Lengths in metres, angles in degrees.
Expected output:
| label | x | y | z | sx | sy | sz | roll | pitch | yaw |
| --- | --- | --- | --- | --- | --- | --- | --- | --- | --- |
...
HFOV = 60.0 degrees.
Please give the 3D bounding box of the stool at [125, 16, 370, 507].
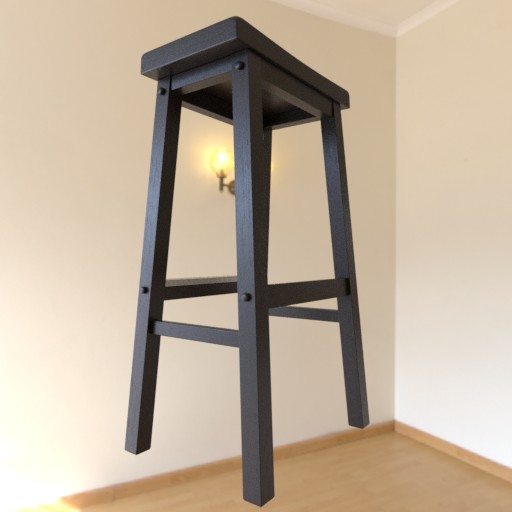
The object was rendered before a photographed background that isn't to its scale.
| label | x | y | z | sx | sy | sz | roll | pitch | yaw |
| --- | --- | --- | --- | --- | --- | --- | --- | --- | --- |
| stool | 0.000 | 0.000 | 0.910 | 0.322 | 0.742 | 0.406 | 0 | 0 | 37 |
